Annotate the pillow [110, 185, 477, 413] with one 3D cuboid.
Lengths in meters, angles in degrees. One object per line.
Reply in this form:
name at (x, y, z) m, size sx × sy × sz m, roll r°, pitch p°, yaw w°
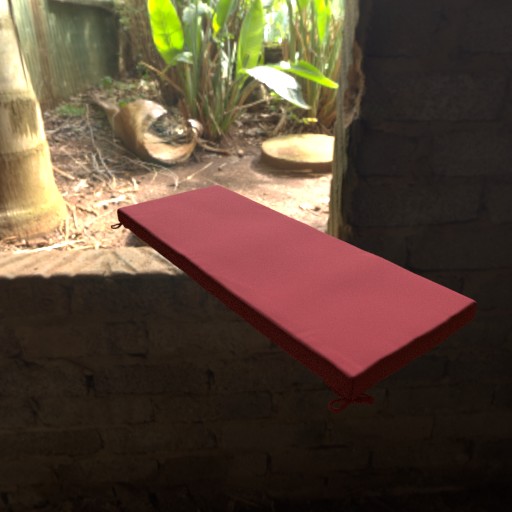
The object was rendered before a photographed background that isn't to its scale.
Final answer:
pillow at (0.000, 0.000, 1.354) m, size 0.492 × 0.081 × 1.187 m, roll -20°, pitch 33°, yaw -33°
